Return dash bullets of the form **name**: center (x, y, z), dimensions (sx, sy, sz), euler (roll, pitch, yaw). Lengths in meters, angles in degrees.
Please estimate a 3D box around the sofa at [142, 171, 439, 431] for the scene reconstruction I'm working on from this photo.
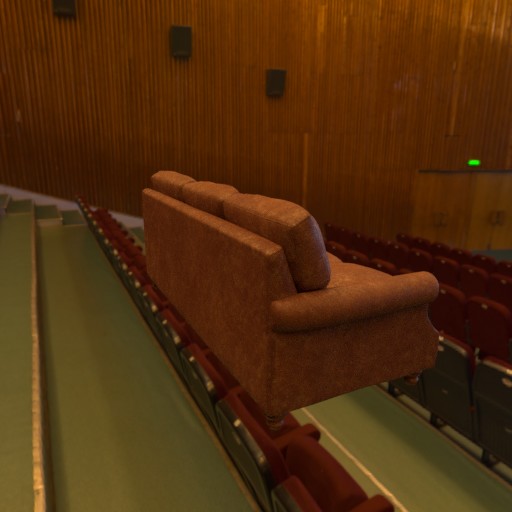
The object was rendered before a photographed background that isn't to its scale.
- **sofa**: center (0.000, 0.000, 2.873), dimensions (0.973, 0.977, 2.351), euler (-8, 17, -26)
